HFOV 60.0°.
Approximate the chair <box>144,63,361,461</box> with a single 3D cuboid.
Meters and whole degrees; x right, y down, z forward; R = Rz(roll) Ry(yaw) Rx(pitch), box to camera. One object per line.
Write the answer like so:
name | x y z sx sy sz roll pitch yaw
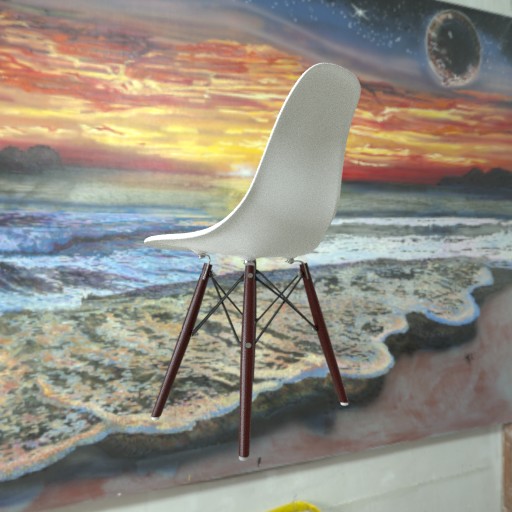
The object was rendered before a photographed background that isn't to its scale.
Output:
chair | 0.000 0.000 1.157 0.533 0.826 0.470 1 1 38
